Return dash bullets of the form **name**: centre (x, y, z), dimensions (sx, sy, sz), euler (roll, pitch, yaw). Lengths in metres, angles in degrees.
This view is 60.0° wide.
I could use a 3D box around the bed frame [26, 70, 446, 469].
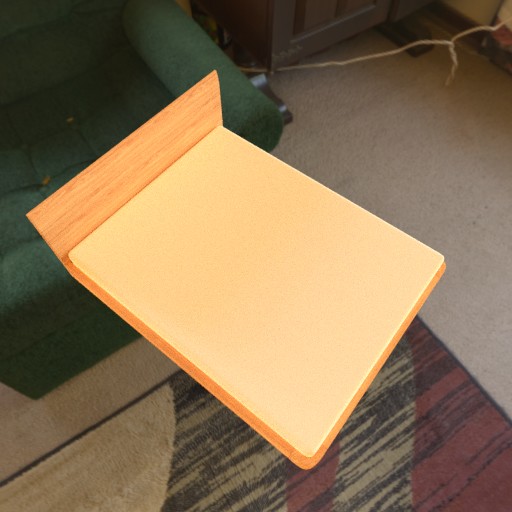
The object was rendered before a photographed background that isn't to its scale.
- **bed frame**: centre (0.000, 0.000, 2.970), dimensions (2.092, 0.940, 1.660), euler (34, 65, 19)
